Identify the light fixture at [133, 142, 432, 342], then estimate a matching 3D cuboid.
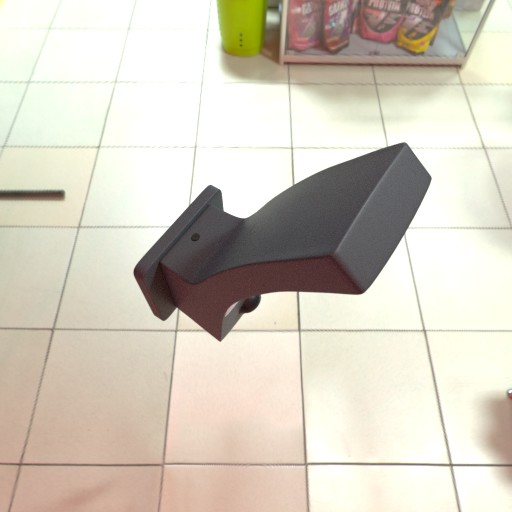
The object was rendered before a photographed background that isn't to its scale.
[{"bbox_3d":[0.000,0.000,0.330,0.174,0.243,0.108,30,64,16],"label":"light fixture"}]
